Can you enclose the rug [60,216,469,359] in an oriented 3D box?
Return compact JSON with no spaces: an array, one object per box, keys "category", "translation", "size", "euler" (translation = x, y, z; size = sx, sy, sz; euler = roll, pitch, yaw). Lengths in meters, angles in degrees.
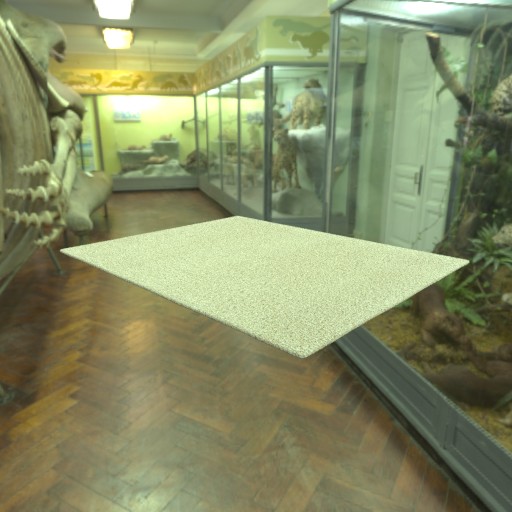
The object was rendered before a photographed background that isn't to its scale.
[{"category":"rug","translation":[0.000,0.000,4.187],"size":[3.047,0.029,2.438],"euler":[15,22,42]}]
